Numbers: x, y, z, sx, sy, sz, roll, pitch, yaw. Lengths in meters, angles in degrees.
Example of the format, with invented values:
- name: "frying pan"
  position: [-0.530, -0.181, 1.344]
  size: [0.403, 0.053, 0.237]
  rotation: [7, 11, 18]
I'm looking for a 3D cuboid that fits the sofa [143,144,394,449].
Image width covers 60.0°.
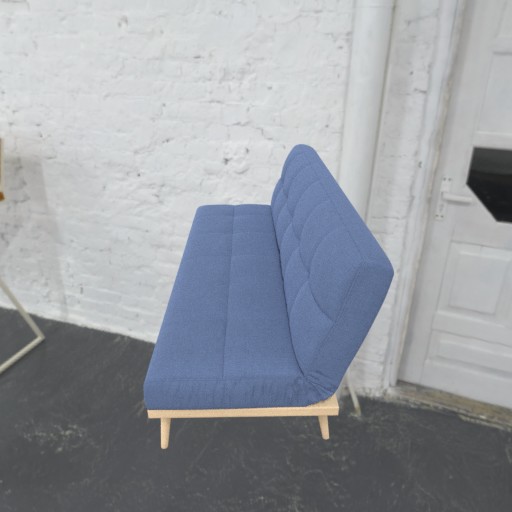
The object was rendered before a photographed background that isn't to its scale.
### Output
- name: "sofa"
  position: [0.000, 0.000, 2.248]
  size: [0.796, 0.800, 1.800]
  rotation: [-1, 25, -1]
